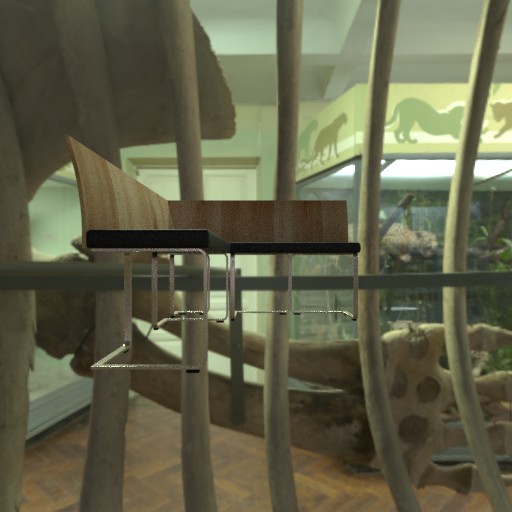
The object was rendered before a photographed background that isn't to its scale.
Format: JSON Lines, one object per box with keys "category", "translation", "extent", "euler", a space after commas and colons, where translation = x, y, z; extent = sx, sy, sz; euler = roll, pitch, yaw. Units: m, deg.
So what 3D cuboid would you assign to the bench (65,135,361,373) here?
{"category": "bench", "translation": [0.000, 0.000, 2.697], "extent": [1.495, 0.930, 1.945], "euler": [0, 0, 0]}
